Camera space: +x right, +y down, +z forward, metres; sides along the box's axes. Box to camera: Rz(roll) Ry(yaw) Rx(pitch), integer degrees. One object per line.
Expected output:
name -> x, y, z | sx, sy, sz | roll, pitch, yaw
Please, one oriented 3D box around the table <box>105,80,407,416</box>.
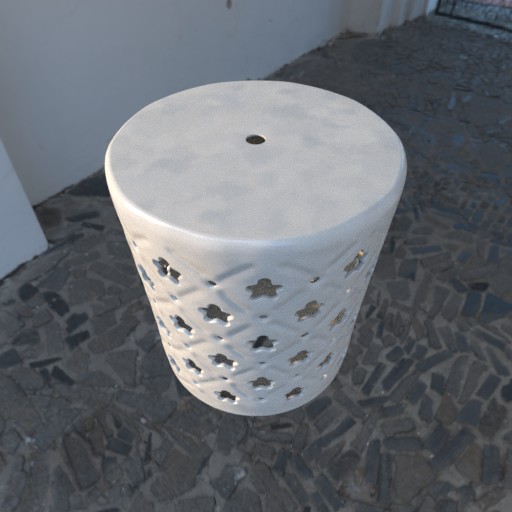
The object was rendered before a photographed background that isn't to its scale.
table -> 0.000, 0.000, 0.655 | 0.352, 0.387, 0.352 | 0, 45, 0
